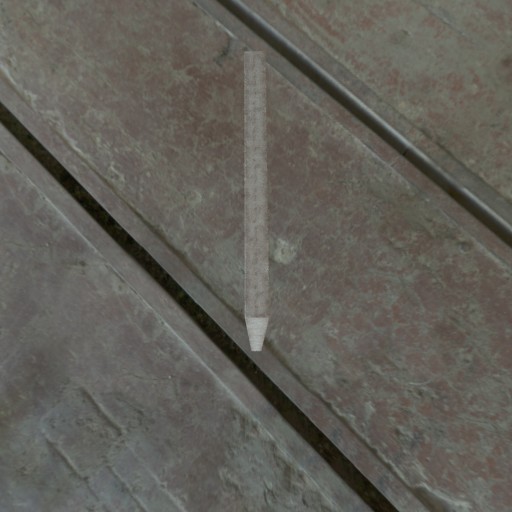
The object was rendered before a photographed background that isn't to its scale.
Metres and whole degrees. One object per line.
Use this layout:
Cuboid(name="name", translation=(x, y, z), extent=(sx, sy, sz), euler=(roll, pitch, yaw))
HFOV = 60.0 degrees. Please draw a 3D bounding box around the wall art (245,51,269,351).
Cuboid(name="wall art", translation=(0.000, 0.000, 1.702), extent=(0.051, 1.461, 0.648), euler=(0, 75, 0))
